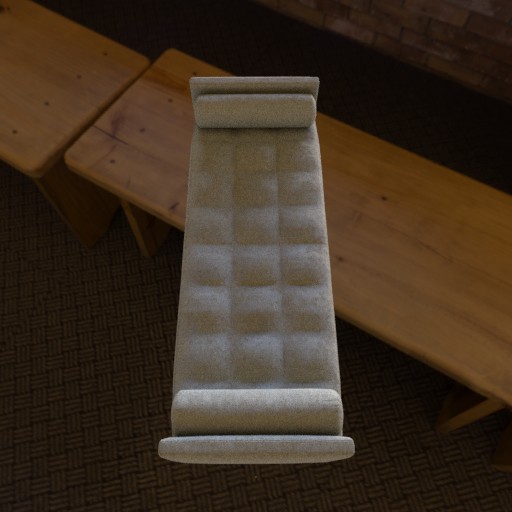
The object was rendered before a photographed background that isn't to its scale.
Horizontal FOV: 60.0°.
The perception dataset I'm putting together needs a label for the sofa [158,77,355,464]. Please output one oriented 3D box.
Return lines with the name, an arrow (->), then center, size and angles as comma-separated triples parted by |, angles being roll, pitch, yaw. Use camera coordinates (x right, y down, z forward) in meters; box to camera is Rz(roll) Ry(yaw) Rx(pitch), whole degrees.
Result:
sofa -> 0.000, 0.000, 2.476 | 0.797, 0.657, 2.102 | 0, 64, 0
